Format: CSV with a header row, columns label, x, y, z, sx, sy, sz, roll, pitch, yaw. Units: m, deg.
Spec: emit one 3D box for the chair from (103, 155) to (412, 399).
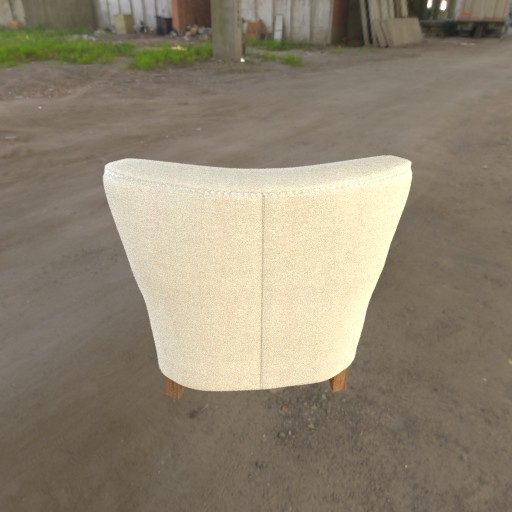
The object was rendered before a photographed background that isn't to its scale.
label,x,y,z,sx,sy,sz,roll,pitch,yaw
chair,0.000,0.000,1.655,0.861,0.936,0.921,-1,30,-2
